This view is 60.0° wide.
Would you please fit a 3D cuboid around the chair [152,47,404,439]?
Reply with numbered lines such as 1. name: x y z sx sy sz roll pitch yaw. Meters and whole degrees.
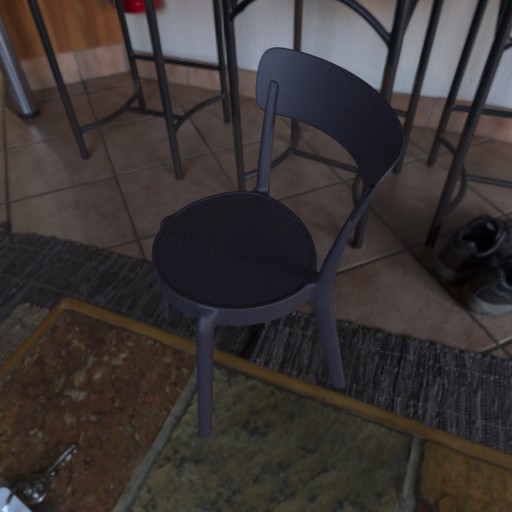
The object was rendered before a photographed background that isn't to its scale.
1. chair: 0.000 0.000 1.093 0.491 0.790 0.506 -16 48 -14
